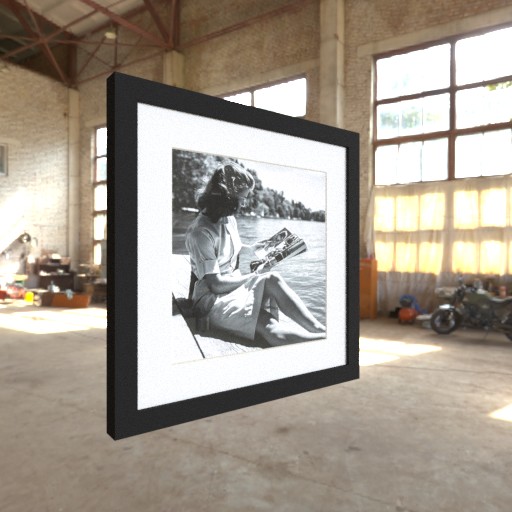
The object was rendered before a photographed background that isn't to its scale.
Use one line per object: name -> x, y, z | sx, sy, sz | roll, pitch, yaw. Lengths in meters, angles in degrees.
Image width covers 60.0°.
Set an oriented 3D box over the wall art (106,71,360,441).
wall art -> 0.000, 0.000, 0.701 | 0.462, 0.458, 0.030 | 0, 0, -37
